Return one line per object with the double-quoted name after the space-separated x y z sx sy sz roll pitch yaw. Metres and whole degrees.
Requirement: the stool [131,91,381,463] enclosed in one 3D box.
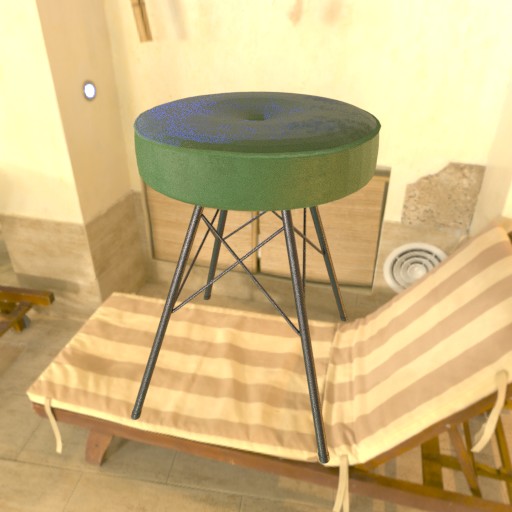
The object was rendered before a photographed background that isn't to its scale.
0.000 0.000 0.921 0.430 0.595 0.457 8 31 13 "stool"
